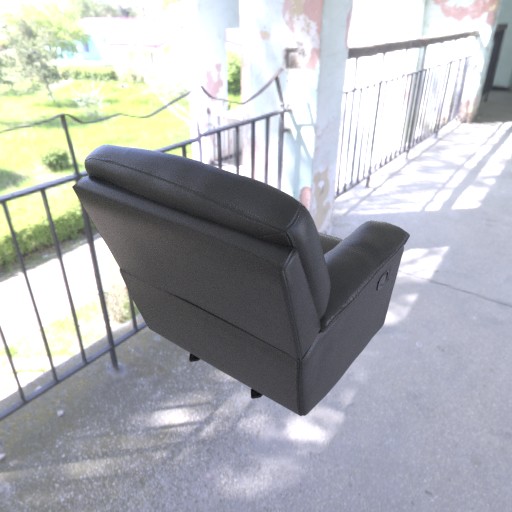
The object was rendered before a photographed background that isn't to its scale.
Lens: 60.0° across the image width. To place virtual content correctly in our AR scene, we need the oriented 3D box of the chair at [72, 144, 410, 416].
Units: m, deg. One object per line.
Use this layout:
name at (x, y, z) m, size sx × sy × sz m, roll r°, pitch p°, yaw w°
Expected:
chair at (0.000, 0.000, 2.023) m, size 1.096 × 1.109 × 1.087 m, roll 21°, pitch 36°, yaw 32°
